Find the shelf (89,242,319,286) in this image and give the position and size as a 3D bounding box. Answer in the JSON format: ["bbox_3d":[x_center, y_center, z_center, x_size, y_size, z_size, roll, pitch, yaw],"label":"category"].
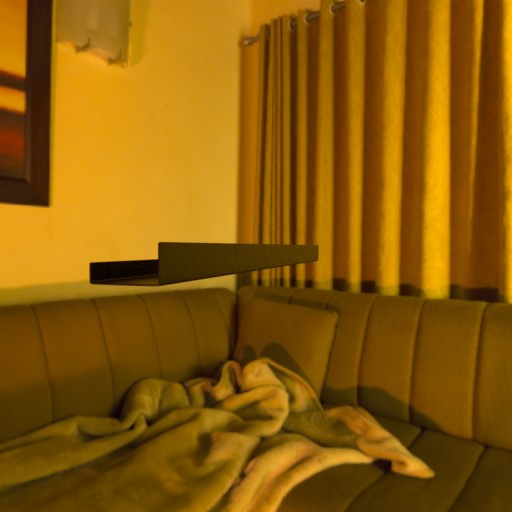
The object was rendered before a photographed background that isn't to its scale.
[{"bbox_3d":[0.000,0.000,0.930,0.092,0.049,0.924,0,1,19],"label":"shelf"}]
